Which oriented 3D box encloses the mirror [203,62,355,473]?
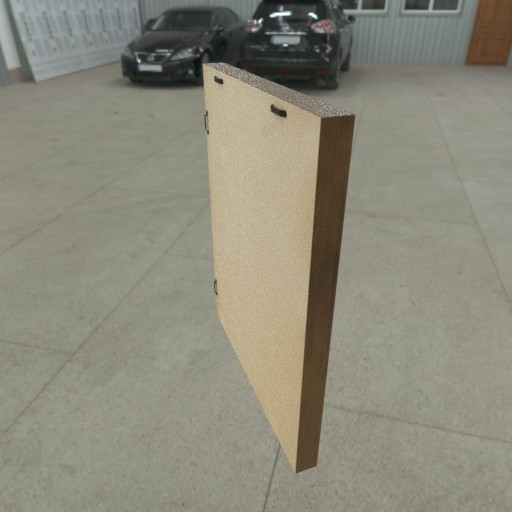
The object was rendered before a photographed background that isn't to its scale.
[{"bbox_3d":[0.000,0.000,0.688,0.041,0.509,0.406,-11,32,-18],"label":"mirror"}]
